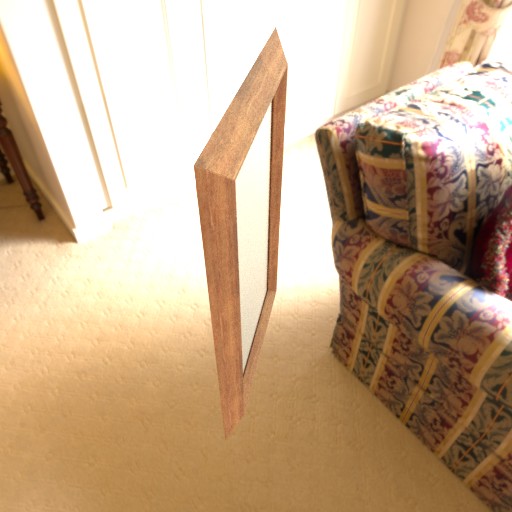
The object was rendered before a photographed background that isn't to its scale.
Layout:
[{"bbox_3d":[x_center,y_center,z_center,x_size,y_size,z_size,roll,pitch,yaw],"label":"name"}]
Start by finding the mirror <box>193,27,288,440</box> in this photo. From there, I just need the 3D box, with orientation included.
[{"bbox_3d":[0.000,0.000,1.256,0.047,1.010,0.651,9,46,9],"label":"mirror"}]
